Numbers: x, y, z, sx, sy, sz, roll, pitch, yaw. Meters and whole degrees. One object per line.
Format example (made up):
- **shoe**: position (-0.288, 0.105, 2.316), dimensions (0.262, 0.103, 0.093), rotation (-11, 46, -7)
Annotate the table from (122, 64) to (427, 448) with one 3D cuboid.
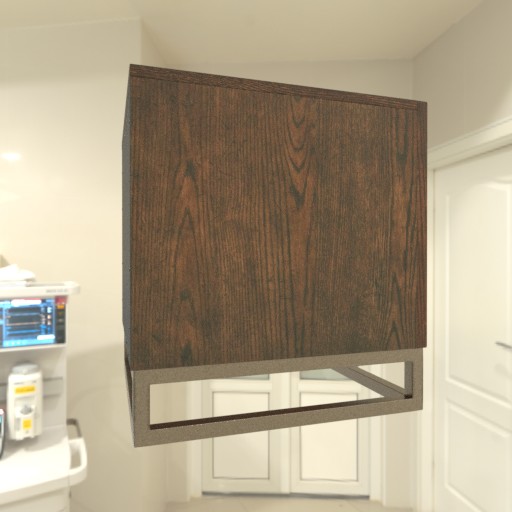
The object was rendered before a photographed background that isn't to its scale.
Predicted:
- **table**: position (0.000, 0.000, 0.995), dimensions (0.566, 0.582, 0.506), rotation (0, 0, -18)
